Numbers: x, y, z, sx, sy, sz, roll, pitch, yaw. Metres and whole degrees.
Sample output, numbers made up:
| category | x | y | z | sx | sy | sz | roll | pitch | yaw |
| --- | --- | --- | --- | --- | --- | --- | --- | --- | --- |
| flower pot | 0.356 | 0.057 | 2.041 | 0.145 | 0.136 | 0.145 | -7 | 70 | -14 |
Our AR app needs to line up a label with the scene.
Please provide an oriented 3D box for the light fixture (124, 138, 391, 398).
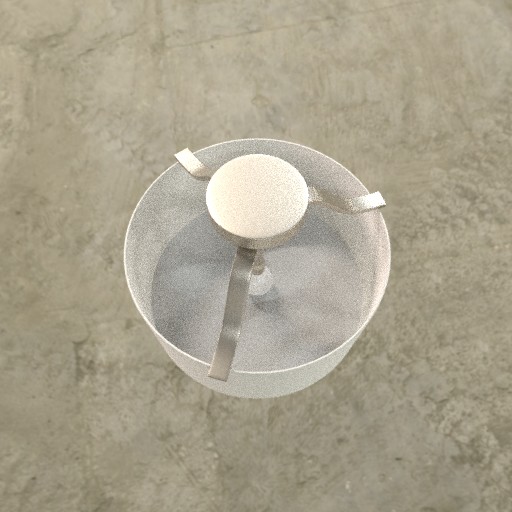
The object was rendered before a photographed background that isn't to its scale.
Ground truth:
| category | x | y | z | sx | sy | sz | roll | pitch | yaw |
| --- | --- | --- | --- | --- | --- | --- | --- | --- | --- |
| light fixture | 0.000 | 0.000 | 0.669 | 0.395 | 0.304 | 0.395 | 0 | 63 | 0 |
